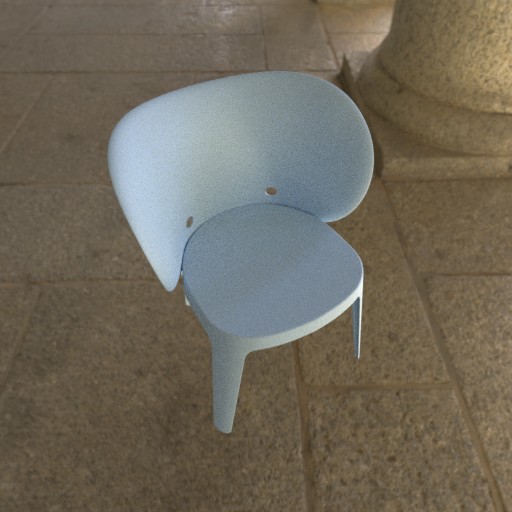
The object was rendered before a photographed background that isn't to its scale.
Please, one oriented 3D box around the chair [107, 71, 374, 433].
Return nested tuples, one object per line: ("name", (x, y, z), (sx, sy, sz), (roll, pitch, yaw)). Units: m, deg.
("chair", (0.000, 0.000, 0.878), (0.451, 0.554, 0.402), (-23, 51, -20))
